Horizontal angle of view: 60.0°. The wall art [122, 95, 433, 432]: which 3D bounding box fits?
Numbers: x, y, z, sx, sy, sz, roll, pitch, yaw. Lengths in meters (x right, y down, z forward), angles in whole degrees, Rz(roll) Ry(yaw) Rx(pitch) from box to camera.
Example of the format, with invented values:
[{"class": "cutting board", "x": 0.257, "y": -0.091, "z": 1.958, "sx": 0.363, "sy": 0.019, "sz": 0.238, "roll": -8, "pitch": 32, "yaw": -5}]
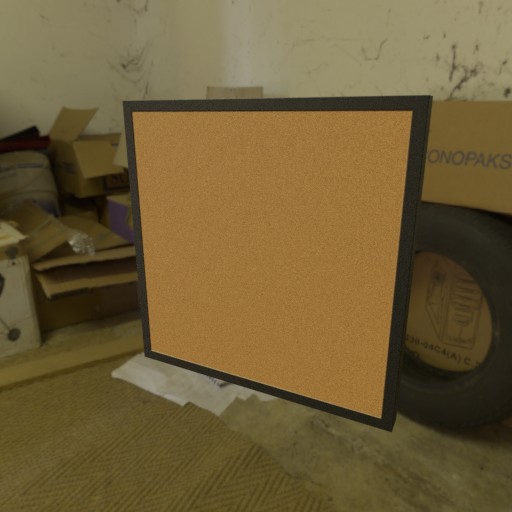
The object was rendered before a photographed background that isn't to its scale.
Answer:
[{"class": "wall art", "x": 0.000, "y": 0.000, "z": 0.756, "sx": 0.506, "sy": 0.506, "sz": 0.037, "roll": 9, "pitch": 20, "yaw": 26}]
